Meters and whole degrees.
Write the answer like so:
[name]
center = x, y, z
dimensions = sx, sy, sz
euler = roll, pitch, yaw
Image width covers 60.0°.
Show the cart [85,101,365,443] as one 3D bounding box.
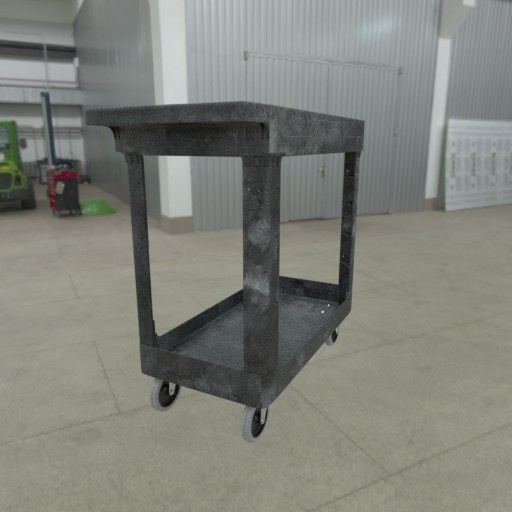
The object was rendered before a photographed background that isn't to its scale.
[cart]
center = 0.000, 0.000, 1.364
dimensions = 0.420, 0.824, 0.877
euler = 7, 16, 27
